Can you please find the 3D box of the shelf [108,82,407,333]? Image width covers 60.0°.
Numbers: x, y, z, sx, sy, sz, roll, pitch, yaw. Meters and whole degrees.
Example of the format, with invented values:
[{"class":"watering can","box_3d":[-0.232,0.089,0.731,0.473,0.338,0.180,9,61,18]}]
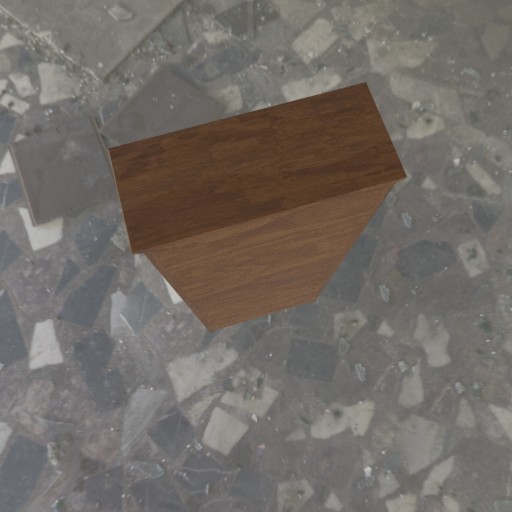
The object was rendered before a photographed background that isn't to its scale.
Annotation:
[{"class":"shelf","box_3d":[0.000,0.000,2.193,0.805,1.905,0.335,-16,74,-5]}]
